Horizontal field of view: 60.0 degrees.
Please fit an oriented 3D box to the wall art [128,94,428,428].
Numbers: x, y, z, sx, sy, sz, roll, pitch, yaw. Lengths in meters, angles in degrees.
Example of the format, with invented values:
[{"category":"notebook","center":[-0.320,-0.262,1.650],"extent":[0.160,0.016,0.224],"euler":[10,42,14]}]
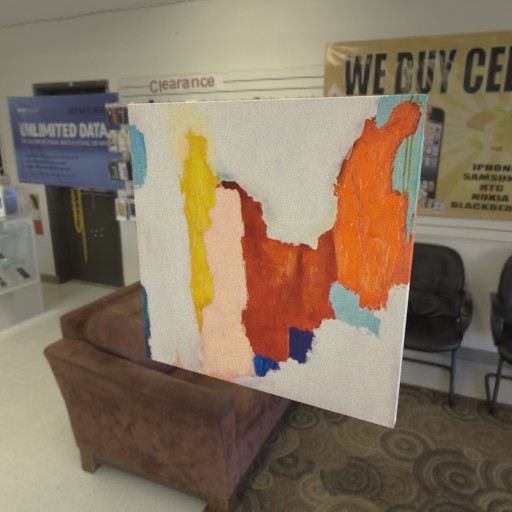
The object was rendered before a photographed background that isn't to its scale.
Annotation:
[{"category":"wall art","center":[0.000,0.000,1.226],"extent":[0.814,0.814,0.037],"euler":[8,18,26]}]
